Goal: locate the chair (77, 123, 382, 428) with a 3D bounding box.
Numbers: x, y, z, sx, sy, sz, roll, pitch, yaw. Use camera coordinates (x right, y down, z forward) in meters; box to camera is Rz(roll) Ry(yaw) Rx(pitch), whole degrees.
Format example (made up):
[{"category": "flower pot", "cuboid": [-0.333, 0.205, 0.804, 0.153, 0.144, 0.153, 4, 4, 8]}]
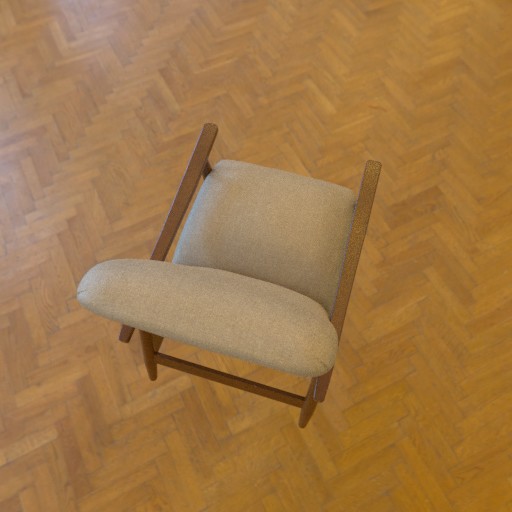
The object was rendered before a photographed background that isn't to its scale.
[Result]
[{"category": "chair", "cuboid": [0.000, 0.000, 1.700, 0.762, 1.082, 1.030, 15, 64, 8]}]
